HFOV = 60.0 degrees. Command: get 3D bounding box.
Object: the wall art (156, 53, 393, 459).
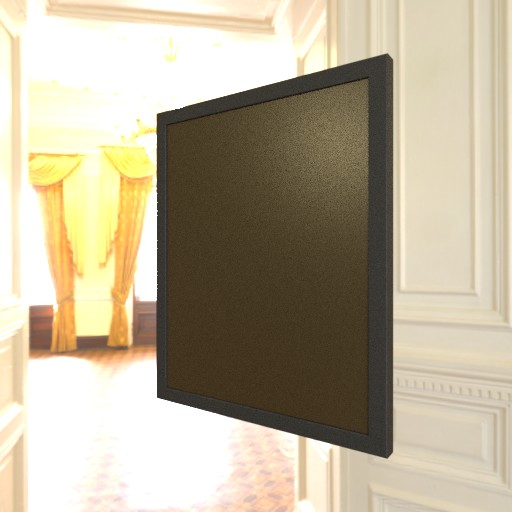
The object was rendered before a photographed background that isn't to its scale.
[{"bbox_3d":[0.000,0.000,0.749,0.457,0.558,0.028,0,0,35],"label":"wall art"}]
